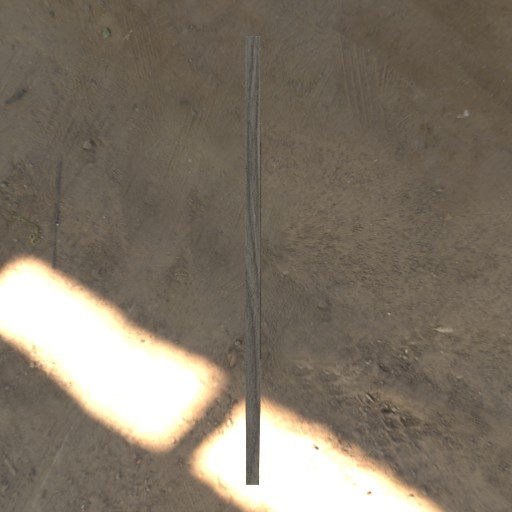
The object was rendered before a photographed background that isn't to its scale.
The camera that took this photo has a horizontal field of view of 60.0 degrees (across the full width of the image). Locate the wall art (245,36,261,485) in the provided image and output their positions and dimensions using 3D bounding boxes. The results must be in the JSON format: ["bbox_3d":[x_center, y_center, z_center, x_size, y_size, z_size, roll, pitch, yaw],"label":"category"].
[{"bbox_3d":[0.000,0.000,0.752,0.016,0.507,0.508,0,92,1],"label":"wall art"}]
